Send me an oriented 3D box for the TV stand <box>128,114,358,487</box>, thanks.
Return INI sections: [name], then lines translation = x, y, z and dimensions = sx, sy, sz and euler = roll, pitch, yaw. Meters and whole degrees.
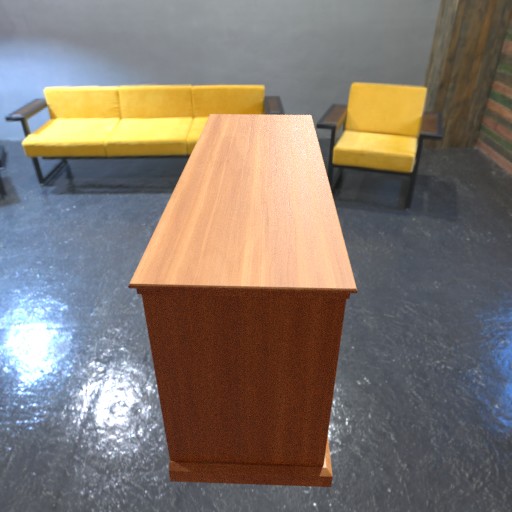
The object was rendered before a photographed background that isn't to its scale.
[TV stand]
translation = 0.000, 0.000, 1.447
dimensions = 0.417, 0.607, 1.181
euler = 1, 32, 2
